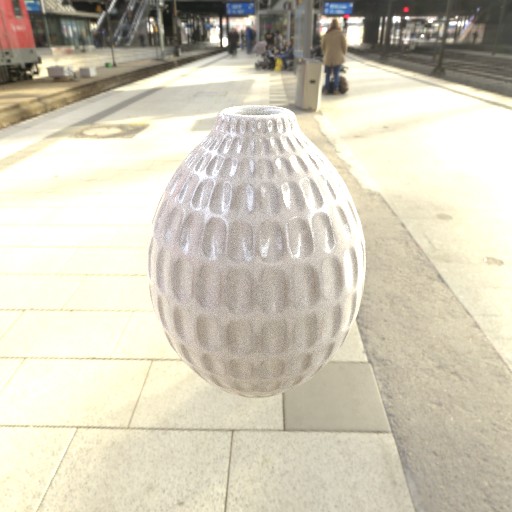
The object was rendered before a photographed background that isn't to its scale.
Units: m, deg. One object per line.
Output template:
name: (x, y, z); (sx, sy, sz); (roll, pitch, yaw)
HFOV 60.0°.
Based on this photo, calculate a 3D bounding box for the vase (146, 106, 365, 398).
vase: (0.000, 0.000, 0.264); (0.128, 0.167, 0.128); (0, 27, 0)
